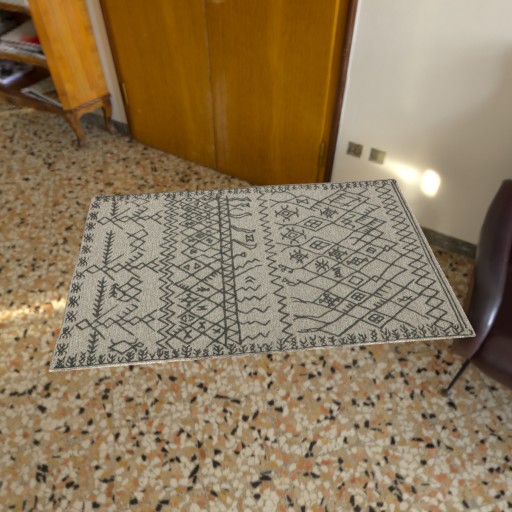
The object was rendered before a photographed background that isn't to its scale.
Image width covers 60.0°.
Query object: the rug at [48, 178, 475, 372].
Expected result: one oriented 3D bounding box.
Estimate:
[{"bbox_3d":[0.000,0.000,4.762,3.824,0.019,2.393,-4,47,-4],"label":"rug"}]
